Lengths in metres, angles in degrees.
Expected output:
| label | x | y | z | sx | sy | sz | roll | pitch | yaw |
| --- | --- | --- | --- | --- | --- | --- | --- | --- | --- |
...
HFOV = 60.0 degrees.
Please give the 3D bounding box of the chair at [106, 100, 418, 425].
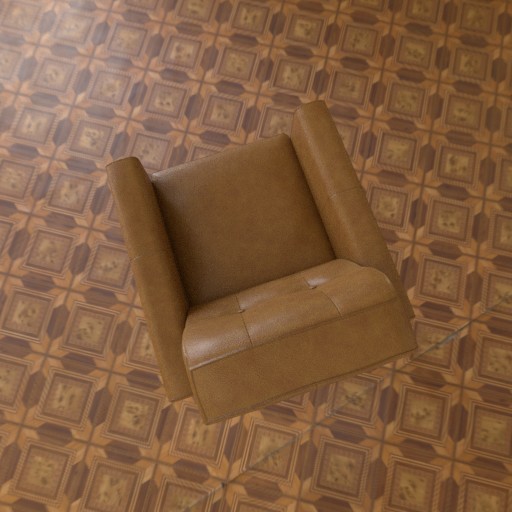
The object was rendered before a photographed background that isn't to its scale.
| label | x | y | z | sx | sy | sz | roll | pitch | yaw |
| --- | --- | --- | --- | --- | --- | --- | --- | --- | --- |
| chair | 0.000 | 0.000 | 1.625 | 0.845 | 0.968 | 0.942 | -18 | 77 | -4 |
